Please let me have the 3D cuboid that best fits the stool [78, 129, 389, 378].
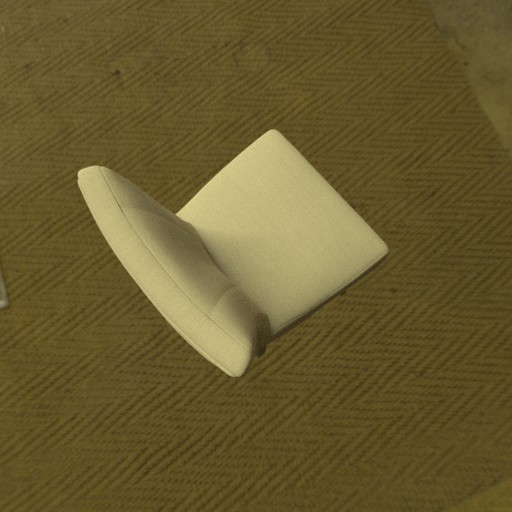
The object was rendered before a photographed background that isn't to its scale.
[{"bbox_3d":[0.000,0.000,1.325,0.574,1.000,0.514,-39,78,-10],"label":"stool"}]
